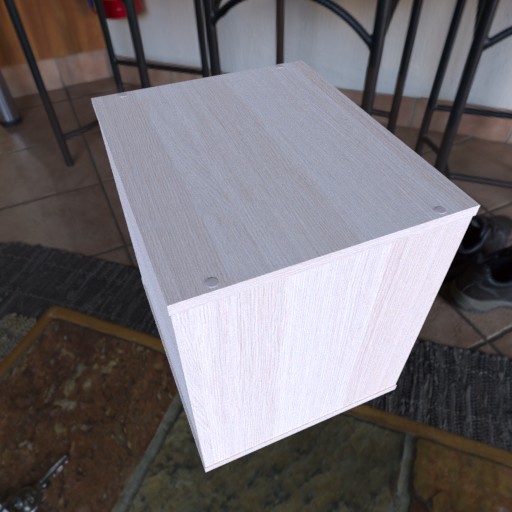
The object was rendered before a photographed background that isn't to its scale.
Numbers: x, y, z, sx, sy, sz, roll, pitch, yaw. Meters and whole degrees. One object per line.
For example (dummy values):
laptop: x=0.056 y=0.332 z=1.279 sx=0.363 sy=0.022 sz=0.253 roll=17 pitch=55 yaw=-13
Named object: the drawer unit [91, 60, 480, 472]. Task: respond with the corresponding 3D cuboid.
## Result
drawer unit: x=0.000 y=0.000 z=0.594 sx=0.290 sy=0.344 sz=0.349 roll=-17 pitch=48 yaw=-16
